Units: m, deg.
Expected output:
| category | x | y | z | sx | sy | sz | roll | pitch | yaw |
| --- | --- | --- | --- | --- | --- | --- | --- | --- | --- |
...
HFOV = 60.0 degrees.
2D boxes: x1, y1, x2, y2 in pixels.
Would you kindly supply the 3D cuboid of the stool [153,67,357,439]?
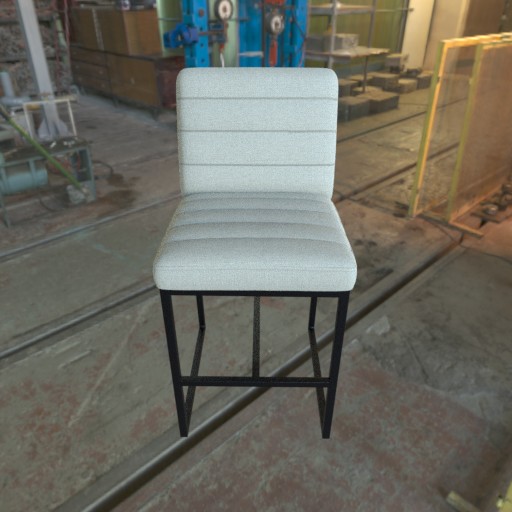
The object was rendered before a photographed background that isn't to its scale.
| category | x | y | z | sx | sy | sz | roll | pitch | yaw |
| --- | --- | --- | --- | --- | --- | --- | --- | --- | --- |
| stool | 0.000 | 0.000 | 1.274 | 0.460 | 0.940 | 0.560 | 0 | 31 | 1 |
